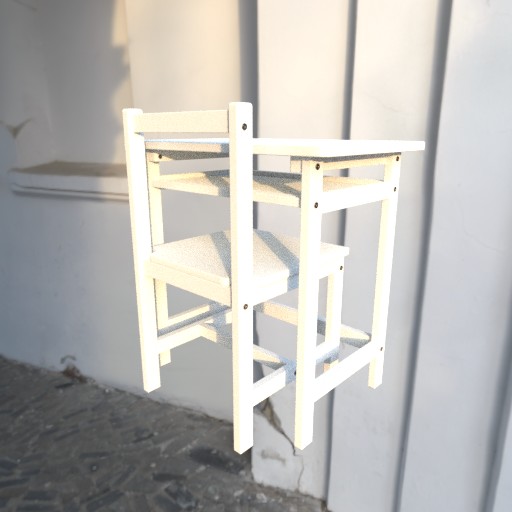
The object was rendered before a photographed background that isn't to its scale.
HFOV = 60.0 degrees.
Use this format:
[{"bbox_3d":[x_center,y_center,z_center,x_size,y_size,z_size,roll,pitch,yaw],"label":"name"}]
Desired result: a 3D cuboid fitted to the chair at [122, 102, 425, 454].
[{"bbox_3d":[0.000,0.000,1.075,0.599,0.673,0.461,14,21,41],"label":"chair"}]
